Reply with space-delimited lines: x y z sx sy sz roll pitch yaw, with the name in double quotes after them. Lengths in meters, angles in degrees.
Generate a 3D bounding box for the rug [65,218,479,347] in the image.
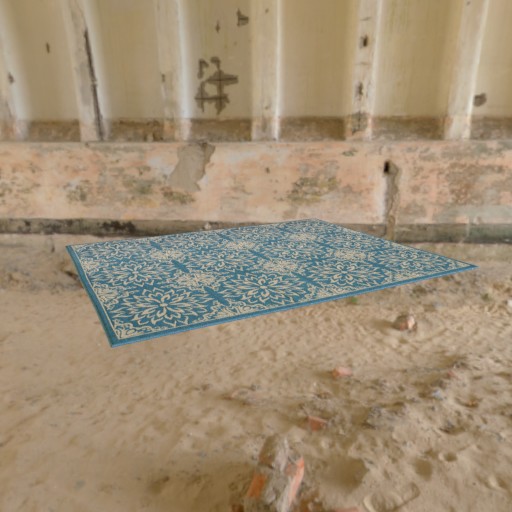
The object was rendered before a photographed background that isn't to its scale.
0.000 0.000 3.980 2.964 0.018 2.350 -8 18 -27 "rug"
